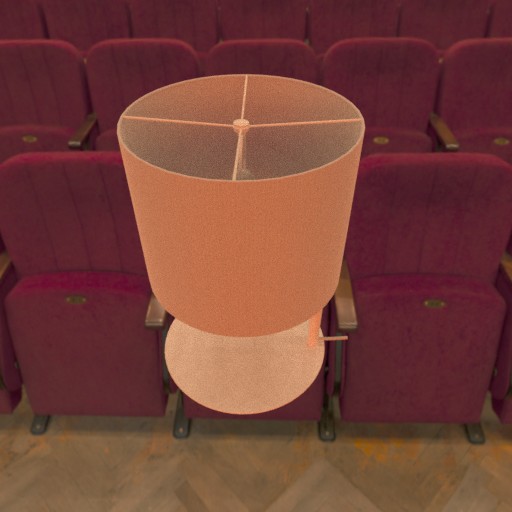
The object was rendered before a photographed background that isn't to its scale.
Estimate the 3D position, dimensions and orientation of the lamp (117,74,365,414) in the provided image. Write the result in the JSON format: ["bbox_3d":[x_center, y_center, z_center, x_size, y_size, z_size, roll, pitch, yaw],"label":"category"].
[{"bbox_3d":[0.000,0.000,0.694,0.341,0.454,0.299,1,41,1],"label":"lamp"}]
